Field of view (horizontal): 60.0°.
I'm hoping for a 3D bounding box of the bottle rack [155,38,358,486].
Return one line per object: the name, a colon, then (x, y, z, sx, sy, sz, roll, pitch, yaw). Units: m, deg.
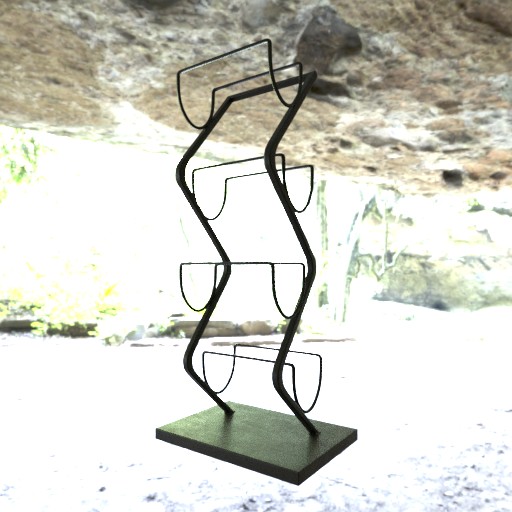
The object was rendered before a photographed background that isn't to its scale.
bottle rack: (0.000, 0.000, 0.683, 0.254, 0.559, 0.178, -1, -2, 36)
